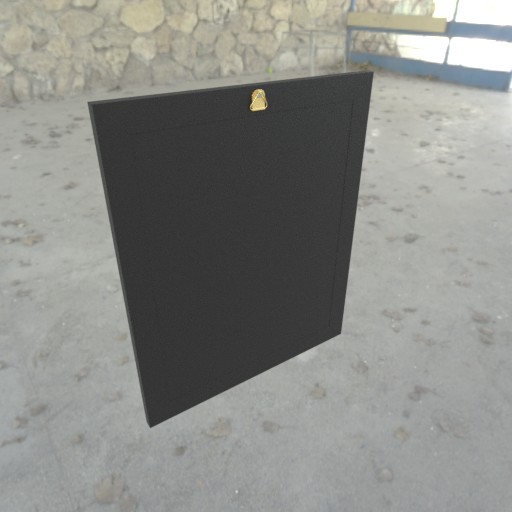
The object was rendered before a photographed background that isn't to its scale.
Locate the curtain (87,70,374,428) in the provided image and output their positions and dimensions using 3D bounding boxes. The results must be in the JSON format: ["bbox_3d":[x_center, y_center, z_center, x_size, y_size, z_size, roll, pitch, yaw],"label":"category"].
[{"bbox_3d":[0.000,0.000,0.801,0.483,0.585,0.027,-19,35,-29],"label":"curtain"}]
